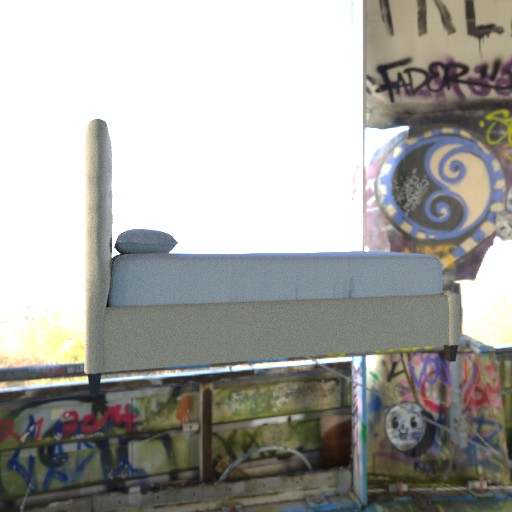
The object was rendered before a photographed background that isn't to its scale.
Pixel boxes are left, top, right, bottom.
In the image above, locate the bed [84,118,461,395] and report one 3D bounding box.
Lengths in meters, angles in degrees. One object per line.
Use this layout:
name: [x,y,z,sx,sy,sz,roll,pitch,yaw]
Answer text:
bed: [0.000,0.000,3.416,2.387,1.427,1.698,0,0,-18]
